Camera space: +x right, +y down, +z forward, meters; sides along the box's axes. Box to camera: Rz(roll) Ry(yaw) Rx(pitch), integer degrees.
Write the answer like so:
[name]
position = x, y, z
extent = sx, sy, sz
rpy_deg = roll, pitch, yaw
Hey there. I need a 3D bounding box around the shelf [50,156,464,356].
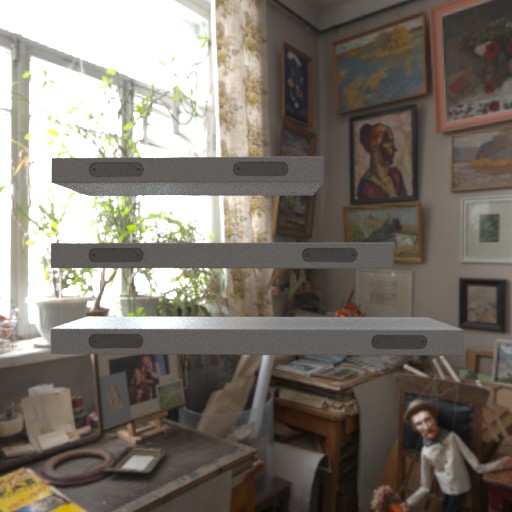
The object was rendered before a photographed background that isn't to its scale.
[shelf]
position = 0.000, 0.000, 0.723
extent = 0.610, 0.293, 0.140
rpy_deg = 0, 0, 1
